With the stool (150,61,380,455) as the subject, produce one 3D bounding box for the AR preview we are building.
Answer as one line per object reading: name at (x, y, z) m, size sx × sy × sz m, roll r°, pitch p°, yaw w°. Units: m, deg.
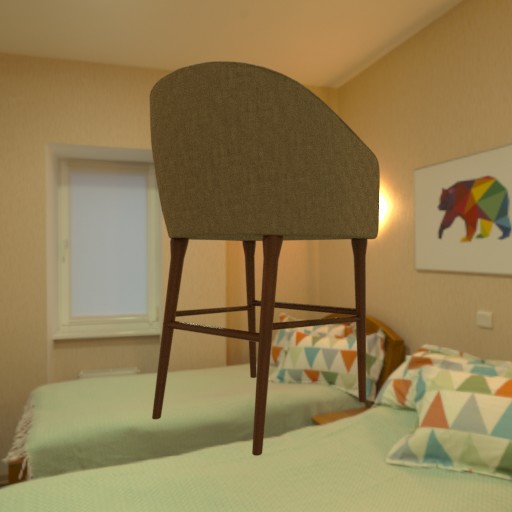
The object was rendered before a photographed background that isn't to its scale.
stool at (0.000, 0.000, 1.368) m, size 0.559 × 0.952 × 0.635 m, roll 0°, pitch 1°, yaw 38°
